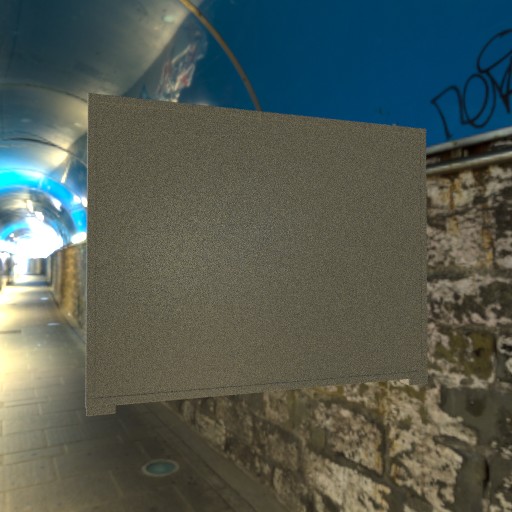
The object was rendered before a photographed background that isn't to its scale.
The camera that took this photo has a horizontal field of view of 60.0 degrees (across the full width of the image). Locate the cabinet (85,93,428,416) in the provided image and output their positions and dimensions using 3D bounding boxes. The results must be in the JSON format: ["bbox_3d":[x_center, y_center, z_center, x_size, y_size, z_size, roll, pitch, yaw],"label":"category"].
[{"bbox_3d":[0.000,0.000,1.434,1.000,0.800,0.400,0,-1,-17],"label":"cabinet"}]
